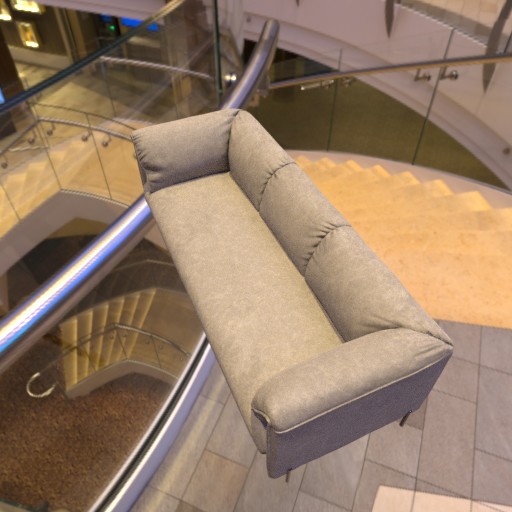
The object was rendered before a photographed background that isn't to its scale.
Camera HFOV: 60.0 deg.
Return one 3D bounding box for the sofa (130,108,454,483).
[{"bbox_3d":[0.000,0.000,2.642,0.899,0.758,2.238,-18,49,-17],"label":"sofa"}]
